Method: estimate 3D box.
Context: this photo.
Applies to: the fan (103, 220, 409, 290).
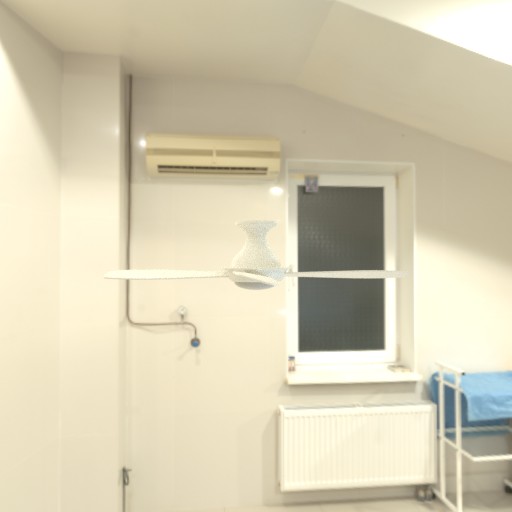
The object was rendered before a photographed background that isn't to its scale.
[{"bbox_3d":[0.000,0.000,2.500,1.693,0.382,1.694,0,-1,0],"label":"fan"}]
